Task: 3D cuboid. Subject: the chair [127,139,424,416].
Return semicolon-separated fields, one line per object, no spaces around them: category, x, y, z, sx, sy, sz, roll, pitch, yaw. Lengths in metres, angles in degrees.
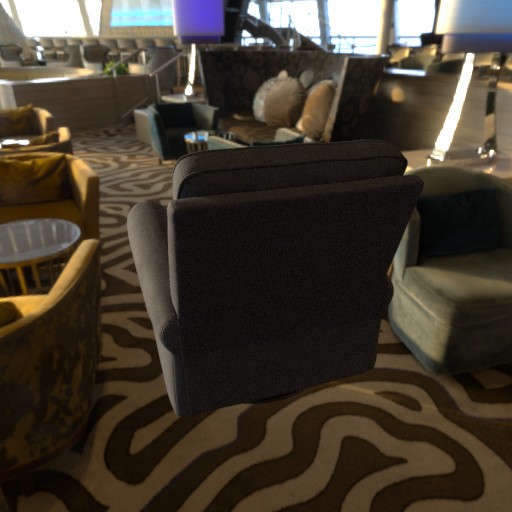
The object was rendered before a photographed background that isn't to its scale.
chair;0.000;0.000;1.677;0.890;0.961;0.878;-8;27;-17
